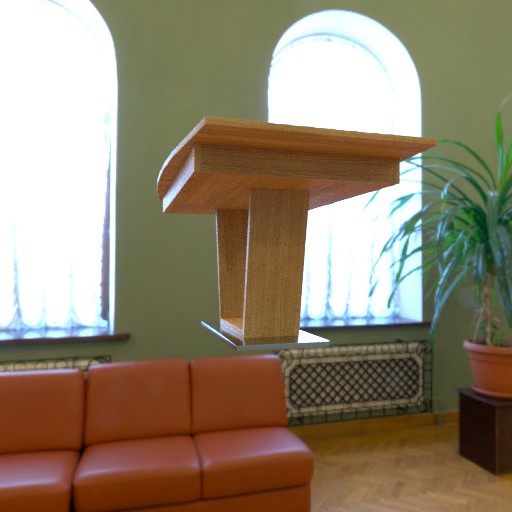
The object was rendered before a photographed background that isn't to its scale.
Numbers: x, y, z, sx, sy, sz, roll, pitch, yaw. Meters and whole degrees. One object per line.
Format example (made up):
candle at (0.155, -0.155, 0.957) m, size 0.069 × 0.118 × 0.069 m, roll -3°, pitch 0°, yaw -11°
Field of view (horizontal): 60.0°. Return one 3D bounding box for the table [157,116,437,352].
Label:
table at (0.000, 0.000, 2.110) m, size 0.900 × 0.748 × 1.598 m, roll 0°, pitch -1°, yaw -17°
